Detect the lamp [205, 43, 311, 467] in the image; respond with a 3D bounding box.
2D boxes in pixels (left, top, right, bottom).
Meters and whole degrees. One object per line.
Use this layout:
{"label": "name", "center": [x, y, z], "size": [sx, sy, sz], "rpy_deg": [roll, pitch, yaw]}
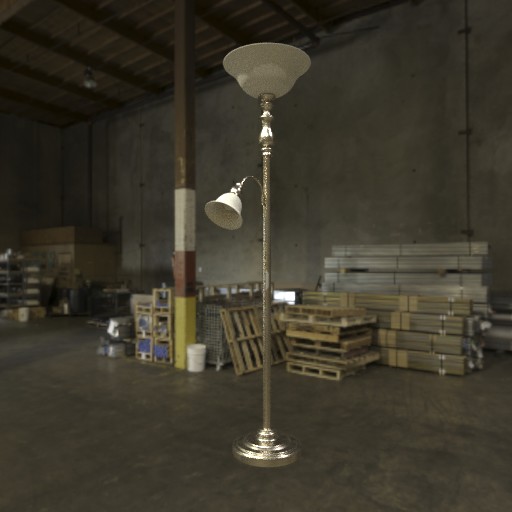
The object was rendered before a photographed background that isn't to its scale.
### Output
{"label": "lamp", "center": [0.000, 0.000, 1.976], "size": [0.405, 1.785, 0.575], "rpy_deg": [-1, -2, 36]}
